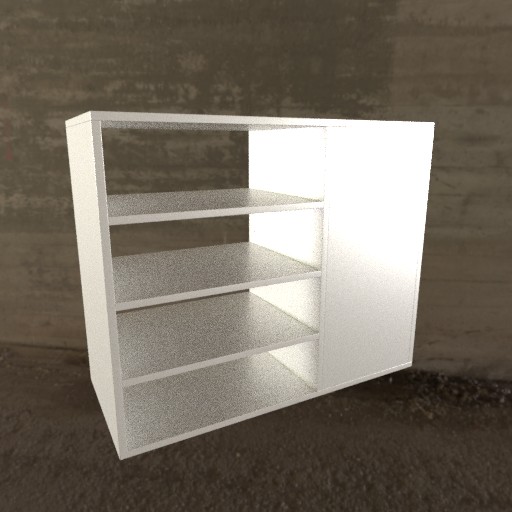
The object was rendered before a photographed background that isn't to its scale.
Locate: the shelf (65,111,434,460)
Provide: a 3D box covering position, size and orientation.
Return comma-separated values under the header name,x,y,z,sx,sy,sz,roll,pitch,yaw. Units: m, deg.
name,x,y,z,sx,sy,sz,roll,pitch,yaw
shelf,0.000,0.000,1.261,0.895,0.732,0.396,-8,16,-28
